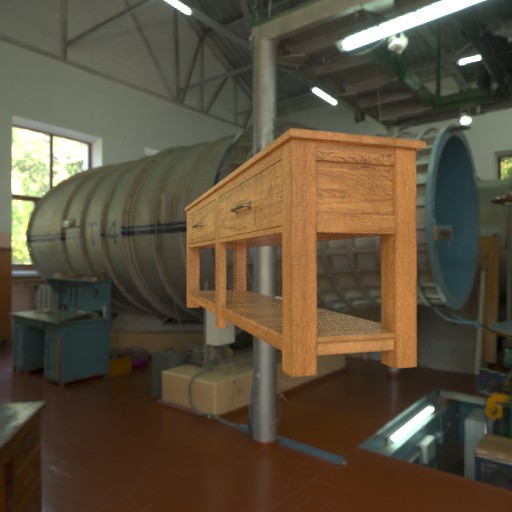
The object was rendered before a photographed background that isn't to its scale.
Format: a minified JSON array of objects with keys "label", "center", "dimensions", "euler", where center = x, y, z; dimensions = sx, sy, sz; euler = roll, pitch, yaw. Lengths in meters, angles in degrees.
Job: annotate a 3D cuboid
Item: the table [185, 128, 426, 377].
[{"label":"table","center":[0.000,0.000,2.040],"dimensions":[0.425,0.635,1.815],"euler":[0,0,-17]}]
